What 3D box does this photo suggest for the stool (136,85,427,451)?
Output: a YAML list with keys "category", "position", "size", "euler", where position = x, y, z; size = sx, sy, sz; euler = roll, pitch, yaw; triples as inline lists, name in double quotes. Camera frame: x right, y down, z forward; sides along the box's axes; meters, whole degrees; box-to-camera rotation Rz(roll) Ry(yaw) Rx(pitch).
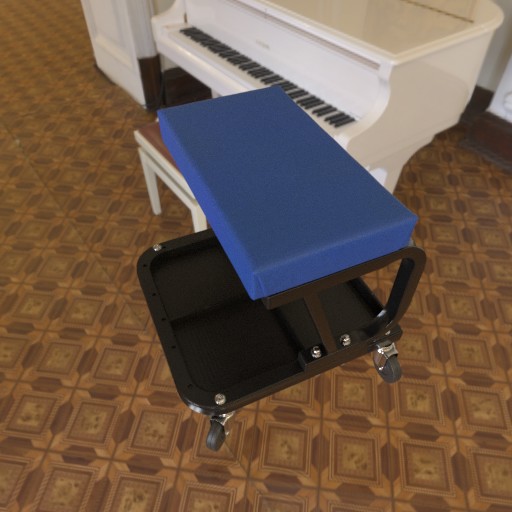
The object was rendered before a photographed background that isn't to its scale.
- category: "stool"
  position: [0.000, 0.000, 0.726]
  size: [0.371, 0.380, 0.446]
  euler: [-18, 49, -16]
